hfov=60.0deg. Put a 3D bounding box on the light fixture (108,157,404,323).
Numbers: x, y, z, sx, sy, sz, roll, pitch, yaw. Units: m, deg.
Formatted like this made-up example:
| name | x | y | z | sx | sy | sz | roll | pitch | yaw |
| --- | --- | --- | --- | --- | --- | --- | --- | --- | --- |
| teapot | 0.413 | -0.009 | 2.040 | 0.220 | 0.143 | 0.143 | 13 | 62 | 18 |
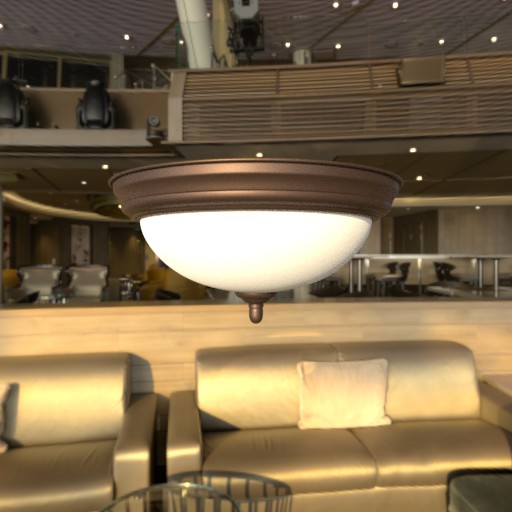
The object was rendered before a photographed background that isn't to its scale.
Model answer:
| name | x | y | z | sx | sy | sz | roll | pitch | yaw |
| --- | --- | --- | --- | --- | --- | --- | --- | --- | --- |
| light fixture | 0.000 | 0.000 | 0.443 | 0.280 | 0.135 | 0.280 | 0 | 0 | 0 |
